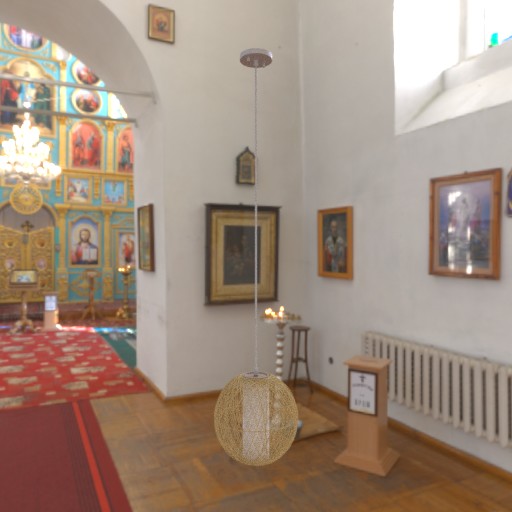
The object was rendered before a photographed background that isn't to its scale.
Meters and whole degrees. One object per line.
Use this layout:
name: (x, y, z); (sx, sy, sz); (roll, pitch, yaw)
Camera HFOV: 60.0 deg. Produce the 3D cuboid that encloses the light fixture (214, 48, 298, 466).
light fixture: (0.000, 0.000, 2.150); (0.406, 1.955, 0.407); (0, -1, 18)
